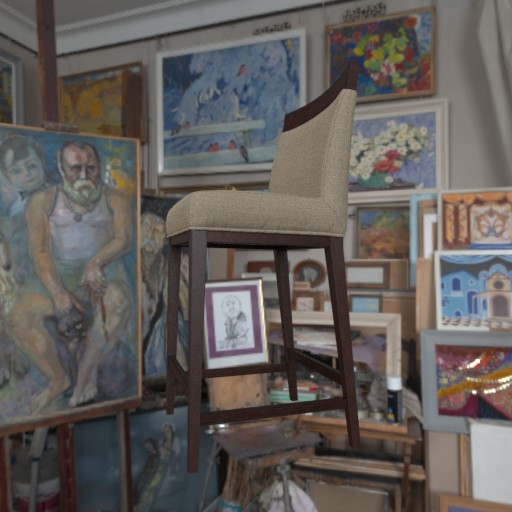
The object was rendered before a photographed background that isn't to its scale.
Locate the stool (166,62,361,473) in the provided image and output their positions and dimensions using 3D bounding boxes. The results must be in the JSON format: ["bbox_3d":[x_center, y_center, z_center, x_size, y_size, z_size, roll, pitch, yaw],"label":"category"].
[{"bbox_3d":[0.000,0.000,1.305,0.480,1.011,0.463,0,0,-18],"label":"stool"}]
